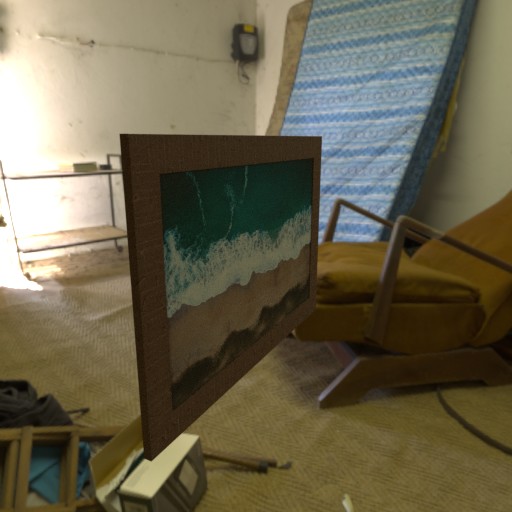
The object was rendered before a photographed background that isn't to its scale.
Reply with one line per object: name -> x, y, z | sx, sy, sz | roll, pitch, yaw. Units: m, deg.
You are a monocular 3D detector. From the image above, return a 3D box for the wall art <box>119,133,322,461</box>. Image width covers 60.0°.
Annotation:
wall art -> 0.000, 0.000, 1.193 | 0.019, 0.626, 0.917 | 8, 17, 27
